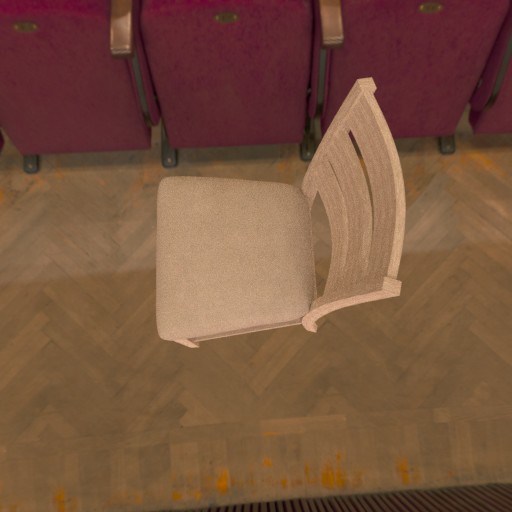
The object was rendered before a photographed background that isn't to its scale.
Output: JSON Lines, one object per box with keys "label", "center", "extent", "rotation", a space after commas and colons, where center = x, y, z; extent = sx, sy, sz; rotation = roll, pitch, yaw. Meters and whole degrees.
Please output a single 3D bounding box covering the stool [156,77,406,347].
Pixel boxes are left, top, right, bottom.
{"label": "stool", "center": [0.000, 0.000, 1.328], "extent": [0.569, 1.032, 0.484], "rotation": [-2, 76, -1]}
